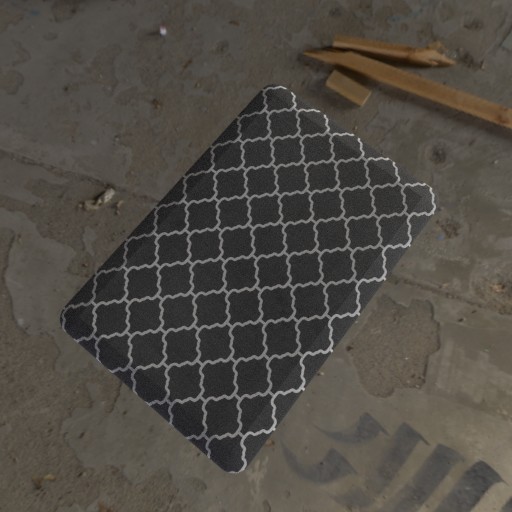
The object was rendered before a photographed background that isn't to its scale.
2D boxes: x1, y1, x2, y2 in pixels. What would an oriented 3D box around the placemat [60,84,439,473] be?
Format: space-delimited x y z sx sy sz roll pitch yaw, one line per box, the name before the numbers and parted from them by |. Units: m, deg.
placemat | 0.000 0.000 0.977 0.508 0.021 0.762 38 78 9
